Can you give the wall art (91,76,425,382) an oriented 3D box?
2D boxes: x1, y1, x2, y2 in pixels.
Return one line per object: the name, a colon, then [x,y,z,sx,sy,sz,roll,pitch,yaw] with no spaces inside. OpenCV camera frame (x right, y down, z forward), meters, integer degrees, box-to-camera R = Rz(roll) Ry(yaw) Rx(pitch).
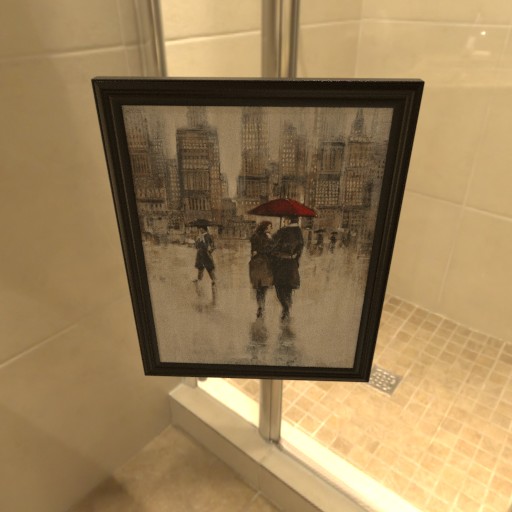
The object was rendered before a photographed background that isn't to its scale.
wall art: [0.000,0.000,1.586,0.950,1.194,0.053,1,31,2]
